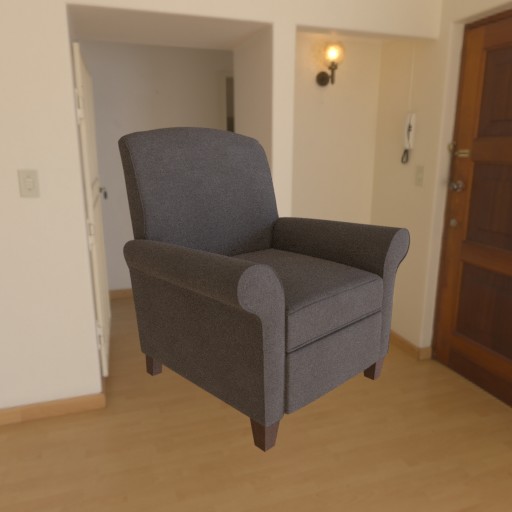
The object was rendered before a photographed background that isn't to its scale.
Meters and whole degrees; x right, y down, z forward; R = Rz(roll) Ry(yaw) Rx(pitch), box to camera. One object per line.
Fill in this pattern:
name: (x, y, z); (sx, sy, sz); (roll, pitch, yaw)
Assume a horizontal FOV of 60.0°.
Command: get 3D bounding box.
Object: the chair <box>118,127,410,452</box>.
chair: (0.000, 0.000, 1.854); (0.978, 1.061, 0.905); (-13, 19, -43)
